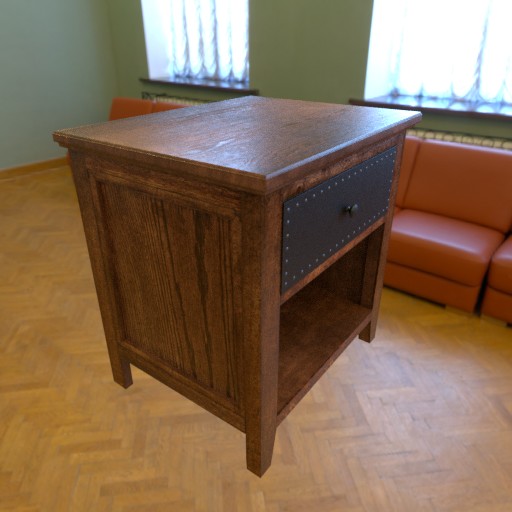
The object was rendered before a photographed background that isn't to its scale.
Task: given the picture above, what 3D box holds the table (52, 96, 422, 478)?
[{"bbox_3d":[0.000,0.000,1.003,0.461,0.597,0.586,19,33,32],"label":"table"}]
